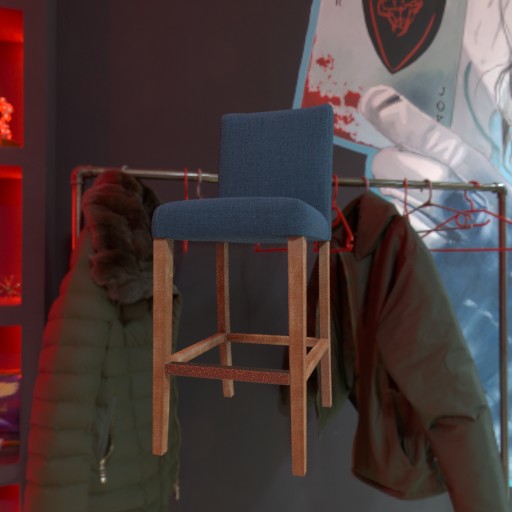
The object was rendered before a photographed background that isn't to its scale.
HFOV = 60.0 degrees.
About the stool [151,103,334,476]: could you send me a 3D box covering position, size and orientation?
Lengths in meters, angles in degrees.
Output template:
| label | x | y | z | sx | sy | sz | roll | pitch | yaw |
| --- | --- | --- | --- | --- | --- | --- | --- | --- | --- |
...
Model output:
| label | x | y | z | sx | sy | sz | roll | pitch | yaw |
| --- | --- | --- | --- | --- | --- | --- | --- | --- | --- |
| stool | 0.000 | 0.000 | 1.413 | 0.454 | 1.088 | 0.574 | 0 | 0 | 17 |
